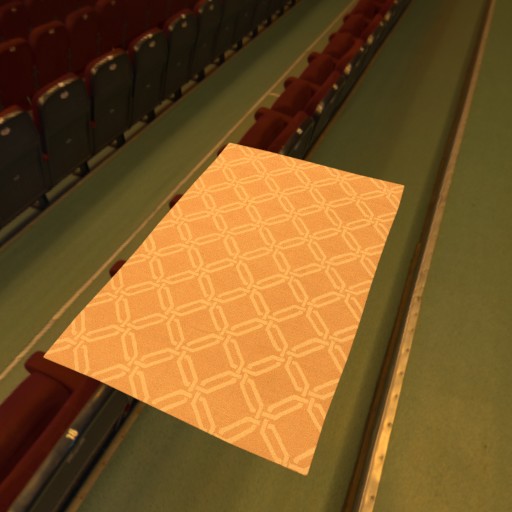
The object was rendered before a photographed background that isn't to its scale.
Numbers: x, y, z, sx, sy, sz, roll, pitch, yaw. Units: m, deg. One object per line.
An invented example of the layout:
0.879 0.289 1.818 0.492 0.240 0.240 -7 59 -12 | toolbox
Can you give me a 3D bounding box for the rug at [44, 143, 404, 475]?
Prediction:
0.000 0.000 2.195 1.146 0.010 1.745 18 49 16 | rug
